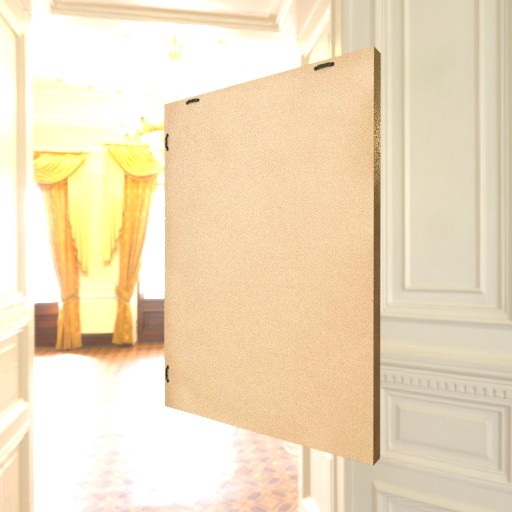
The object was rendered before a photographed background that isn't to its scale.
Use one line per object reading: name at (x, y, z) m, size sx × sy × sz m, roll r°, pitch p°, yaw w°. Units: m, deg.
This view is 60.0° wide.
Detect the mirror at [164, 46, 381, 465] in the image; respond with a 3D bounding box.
mirror at (0.000, 0.000, 0.907) m, size 0.508 × 0.711 × 0.039 m, roll 0°, pitch 0°, yaw 35°
